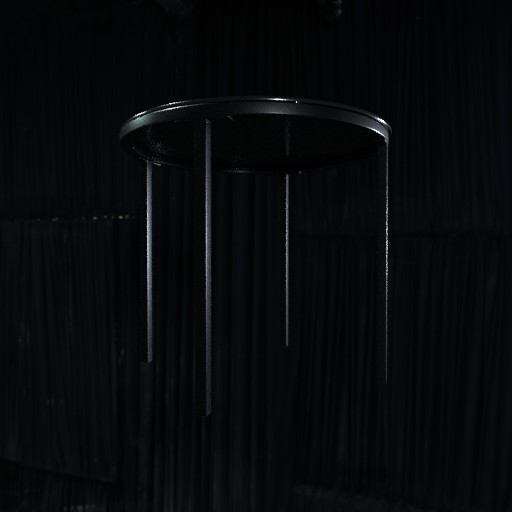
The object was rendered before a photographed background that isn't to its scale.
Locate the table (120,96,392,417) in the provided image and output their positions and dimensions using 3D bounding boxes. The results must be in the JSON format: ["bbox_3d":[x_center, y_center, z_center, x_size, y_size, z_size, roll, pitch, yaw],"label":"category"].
[{"bbox_3d":[0.000,0.000,0.855,0.499,0.443,0.499,0,1,0],"label":"table"}]
